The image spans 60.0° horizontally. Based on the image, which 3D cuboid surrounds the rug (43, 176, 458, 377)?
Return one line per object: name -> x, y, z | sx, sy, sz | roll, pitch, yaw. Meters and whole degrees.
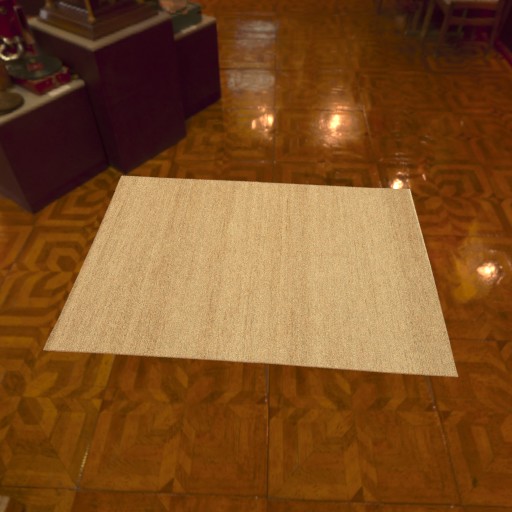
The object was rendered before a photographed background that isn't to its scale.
rug -> 0.000, 0.000, 2.946 | 2.283, 0.030, 1.596 | 3, 47, 3
